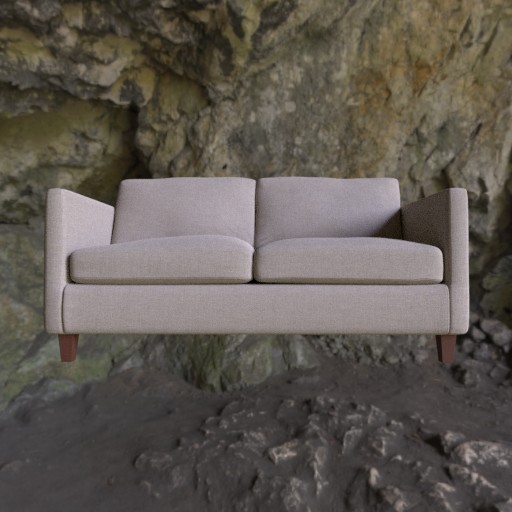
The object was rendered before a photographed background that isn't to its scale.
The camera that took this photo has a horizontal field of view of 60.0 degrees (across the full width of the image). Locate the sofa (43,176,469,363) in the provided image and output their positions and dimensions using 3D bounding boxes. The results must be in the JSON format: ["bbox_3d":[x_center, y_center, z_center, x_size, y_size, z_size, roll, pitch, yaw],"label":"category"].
[{"bbox_3d":[0.000,0.000,2.376,1.884,0.947,0.951,0,-1,1],"label":"sofa"}]
